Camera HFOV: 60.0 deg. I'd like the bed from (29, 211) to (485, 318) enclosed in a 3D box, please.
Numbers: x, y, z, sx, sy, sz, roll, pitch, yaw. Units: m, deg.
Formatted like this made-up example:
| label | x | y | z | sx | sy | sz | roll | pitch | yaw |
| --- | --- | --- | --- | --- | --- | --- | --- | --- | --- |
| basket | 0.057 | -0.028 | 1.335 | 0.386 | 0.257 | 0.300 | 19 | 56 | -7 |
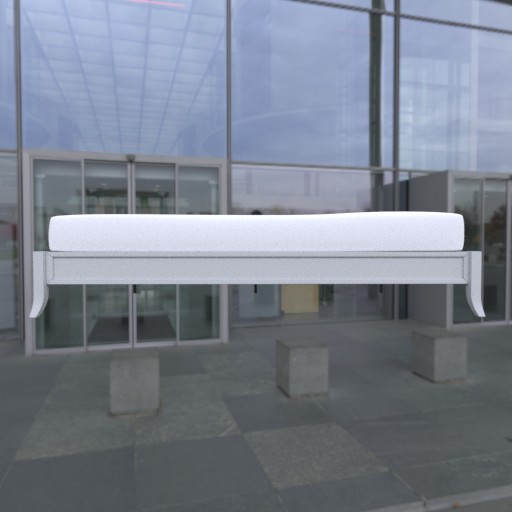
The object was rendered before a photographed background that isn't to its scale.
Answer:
| label | x | y | z | sx | sy | sz | roll | pitch | yaw |
| --- | --- | --- | --- | --- | --- | --- | --- | --- | --- |
| bed | 0.000 | 0.000 | 3.040 | 2.108 | 0.510 | 2.007 | 0 | 2 | -1 |
